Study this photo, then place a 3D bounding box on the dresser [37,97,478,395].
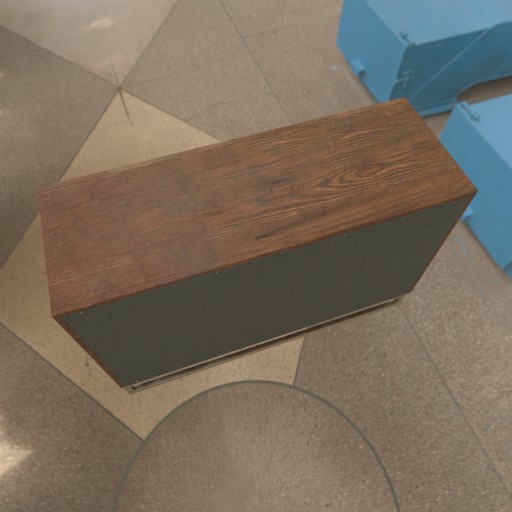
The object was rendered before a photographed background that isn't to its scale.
[{"bbox_3d":[0.000,0.000,2.213,1.646,1.061,0.623,-16,60,-10],"label":"dresser"}]
